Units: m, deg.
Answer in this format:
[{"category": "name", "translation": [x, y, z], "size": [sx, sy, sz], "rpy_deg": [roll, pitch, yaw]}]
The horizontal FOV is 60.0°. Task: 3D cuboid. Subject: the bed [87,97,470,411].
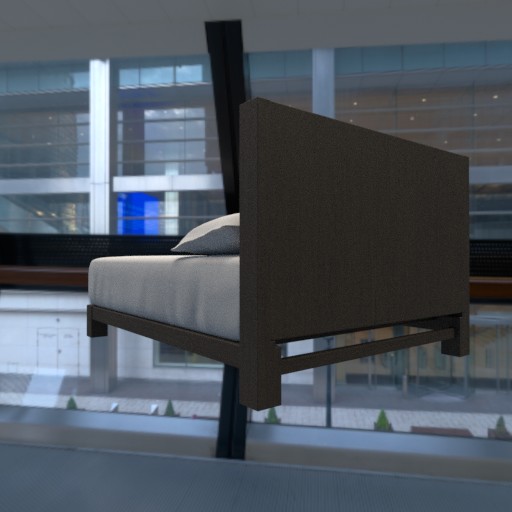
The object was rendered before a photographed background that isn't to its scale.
[{"category": "bed", "translation": [0.000, 0.000, 3.199], "size": [1.727, 1.270, 2.242], "rpy_deg": [0, 0, -38]}]
